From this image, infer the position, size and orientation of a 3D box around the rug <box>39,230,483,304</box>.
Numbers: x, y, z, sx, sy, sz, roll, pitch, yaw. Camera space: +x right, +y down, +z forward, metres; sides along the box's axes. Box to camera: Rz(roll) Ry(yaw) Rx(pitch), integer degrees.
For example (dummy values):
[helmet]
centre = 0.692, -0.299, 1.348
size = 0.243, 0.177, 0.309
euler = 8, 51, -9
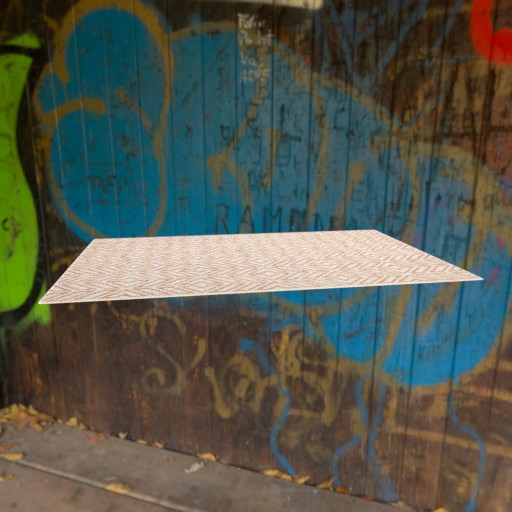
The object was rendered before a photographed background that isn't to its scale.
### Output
[rug]
centre = 0.000, 0.000, 3.105
size = 2.438, 0.008, 1.523
euler = -2, 15, -9
